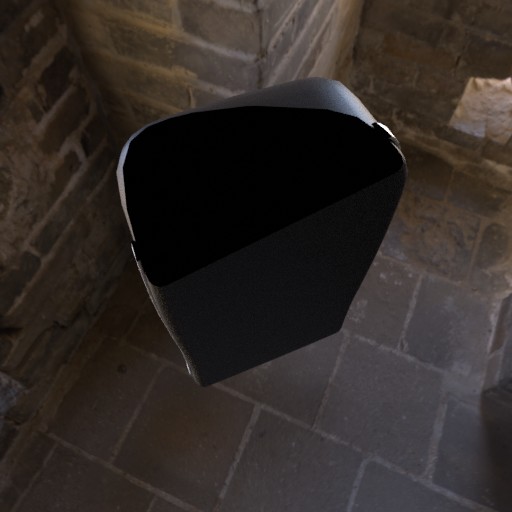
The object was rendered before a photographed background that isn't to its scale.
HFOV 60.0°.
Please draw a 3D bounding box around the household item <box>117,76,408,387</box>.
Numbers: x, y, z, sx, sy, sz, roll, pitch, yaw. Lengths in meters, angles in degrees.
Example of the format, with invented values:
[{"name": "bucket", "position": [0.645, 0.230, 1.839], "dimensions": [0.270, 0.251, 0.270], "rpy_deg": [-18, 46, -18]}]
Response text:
[{"name": "household item", "position": [0.000, 0.000, 0.145], "dimensions": [0.070, 0.114, 0.038], "rpy_deg": [-20, 61, -12]}]
